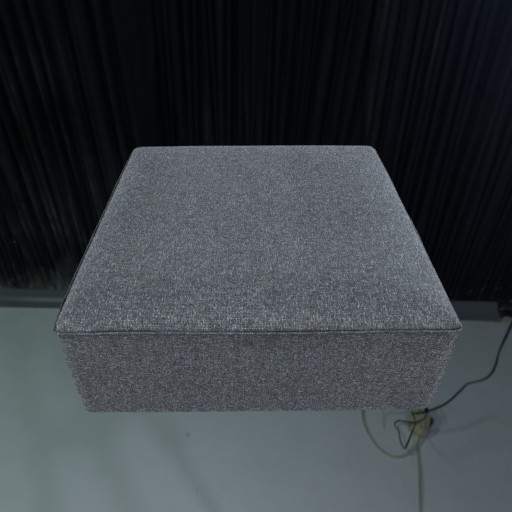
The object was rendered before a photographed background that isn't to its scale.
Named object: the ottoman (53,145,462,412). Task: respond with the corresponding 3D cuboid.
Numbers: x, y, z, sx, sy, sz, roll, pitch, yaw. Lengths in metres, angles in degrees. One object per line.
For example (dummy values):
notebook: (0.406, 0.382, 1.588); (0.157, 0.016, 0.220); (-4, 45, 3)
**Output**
ottoman: (0.000, 0.000, 1.553); (1.021, 0.423, 1.017); (0, 39, 0)
